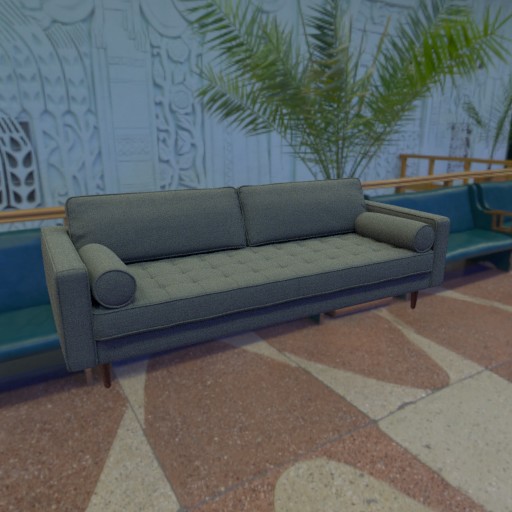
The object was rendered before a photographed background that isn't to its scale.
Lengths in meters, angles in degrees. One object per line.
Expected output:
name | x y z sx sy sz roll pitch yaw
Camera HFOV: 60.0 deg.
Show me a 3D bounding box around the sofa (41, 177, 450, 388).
sofa | 0.000 0.000 2.574 2.198 0.762 0.914 -9 18 -27
